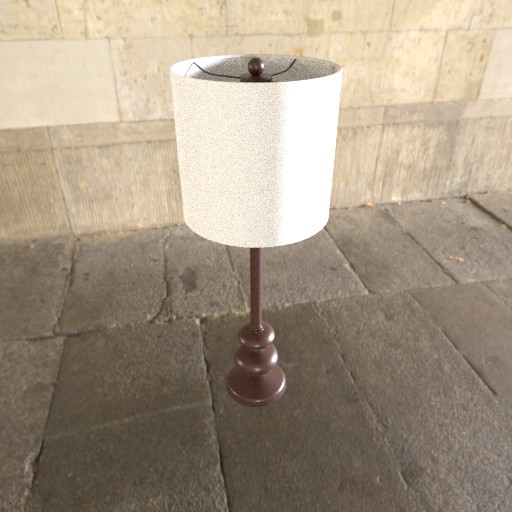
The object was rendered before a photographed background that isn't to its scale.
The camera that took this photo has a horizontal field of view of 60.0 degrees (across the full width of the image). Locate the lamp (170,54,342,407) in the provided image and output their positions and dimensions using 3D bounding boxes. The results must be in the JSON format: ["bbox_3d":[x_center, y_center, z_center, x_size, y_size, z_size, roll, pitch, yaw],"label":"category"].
[{"bbox_3d":[0.000,0.000,0.836,0.254,0.690,0.254,19,37,28],"label":"lamp"}]
